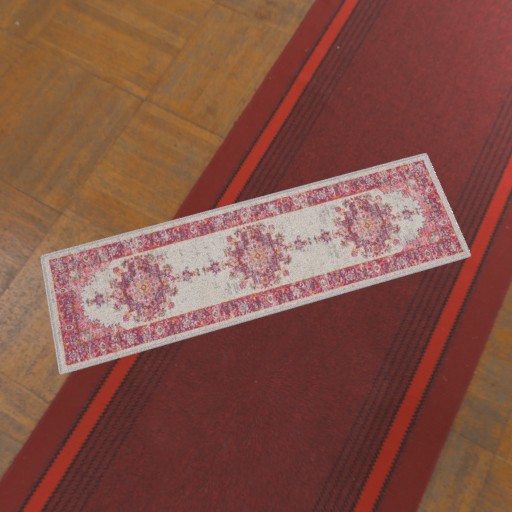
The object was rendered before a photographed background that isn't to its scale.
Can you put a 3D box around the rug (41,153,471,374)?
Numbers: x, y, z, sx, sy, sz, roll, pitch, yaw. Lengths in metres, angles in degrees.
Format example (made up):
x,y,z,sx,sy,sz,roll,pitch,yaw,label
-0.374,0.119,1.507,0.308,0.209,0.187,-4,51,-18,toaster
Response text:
x,y,z,sx,sy,sz,roll,pitch,yaw,label
0.000,0.000,2.452,2.294,0.011,0.666,-15,75,-4,rug
